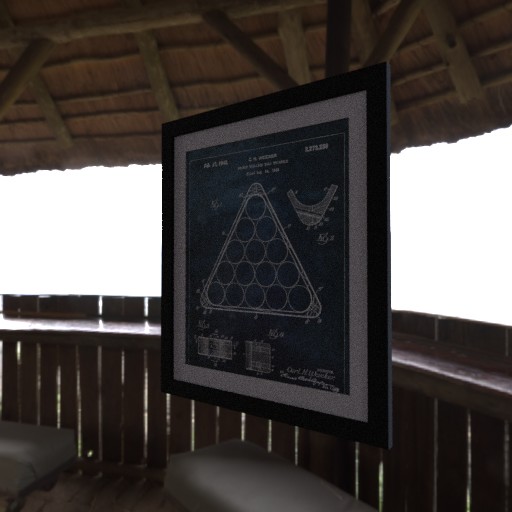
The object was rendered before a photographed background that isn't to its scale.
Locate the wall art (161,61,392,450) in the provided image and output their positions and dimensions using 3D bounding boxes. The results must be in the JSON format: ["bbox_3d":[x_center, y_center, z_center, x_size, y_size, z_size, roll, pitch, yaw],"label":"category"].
[{"bbox_3d":[0.000,0.000,0.508,0.311,0.361,0.010,-1,-1,37],"label":"wall art"}]
